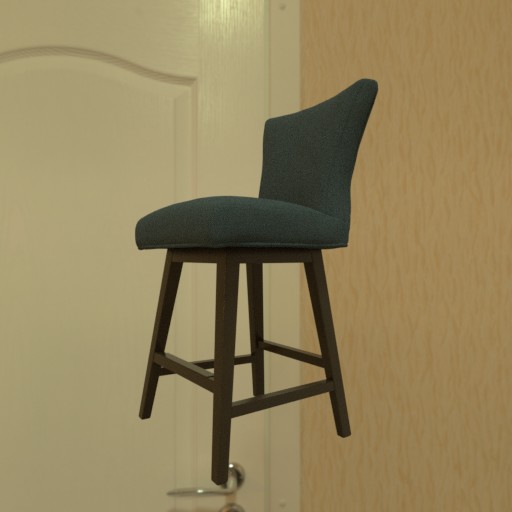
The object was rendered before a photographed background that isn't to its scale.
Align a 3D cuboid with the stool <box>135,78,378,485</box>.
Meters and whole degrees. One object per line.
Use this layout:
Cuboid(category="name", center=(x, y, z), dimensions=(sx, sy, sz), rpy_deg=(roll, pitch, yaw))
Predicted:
Cuboid(category="stool", center=(0.000, 0.000, 1.316), dimensions=(0.574, 1.000, 0.514), rpy_deg=(0, 0, -34))
